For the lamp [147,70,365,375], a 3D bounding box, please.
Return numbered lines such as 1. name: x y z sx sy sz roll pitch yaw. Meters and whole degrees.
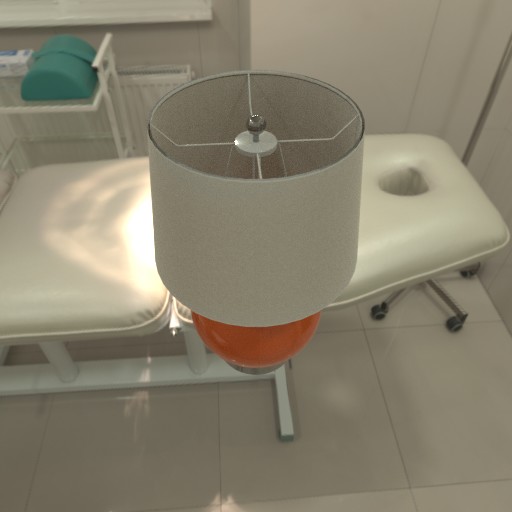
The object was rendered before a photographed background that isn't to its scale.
1. lamp: 0.000 0.000 0.562 0.247 0.387 0.247 0 46 0
